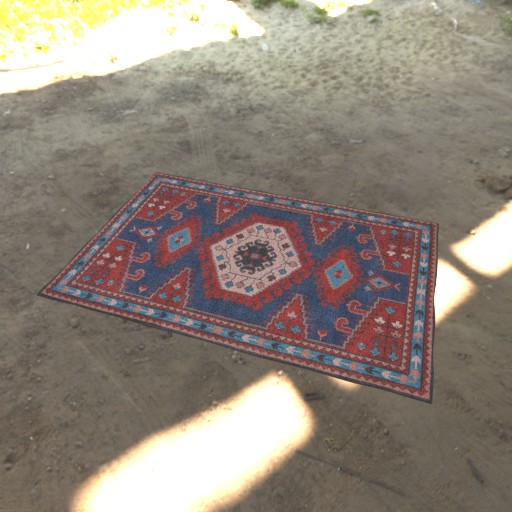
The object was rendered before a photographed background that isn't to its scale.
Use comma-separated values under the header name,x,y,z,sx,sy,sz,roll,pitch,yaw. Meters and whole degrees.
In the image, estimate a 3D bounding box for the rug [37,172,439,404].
name,x,y,z,sx,sy,sz,roll,pitch,yaw
rug,0.000,0.000,2.333,1.820,0.012,1.207,12,43,14
